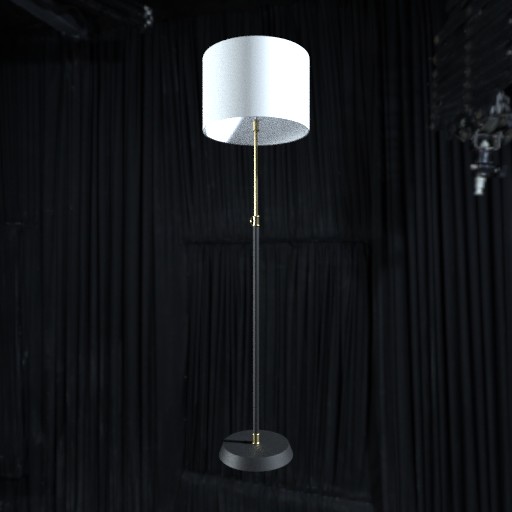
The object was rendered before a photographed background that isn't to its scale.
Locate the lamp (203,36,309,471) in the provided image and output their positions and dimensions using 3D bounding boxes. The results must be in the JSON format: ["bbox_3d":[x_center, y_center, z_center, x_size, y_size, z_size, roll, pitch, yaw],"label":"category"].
[{"bbox_3d":[0.000,0.000,1.698,0.404,1.517,0.404,0,0,17],"label":"lamp"}]
